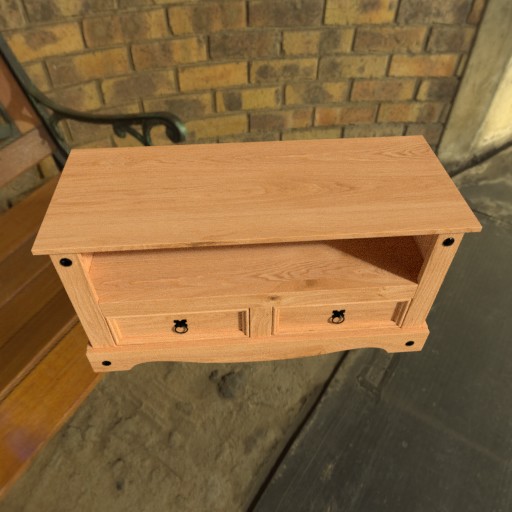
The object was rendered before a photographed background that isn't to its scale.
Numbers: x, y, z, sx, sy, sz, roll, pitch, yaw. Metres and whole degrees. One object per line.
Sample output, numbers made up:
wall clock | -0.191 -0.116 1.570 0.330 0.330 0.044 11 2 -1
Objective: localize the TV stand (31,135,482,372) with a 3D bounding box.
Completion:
TV stand | 0.000 0.000 1.400 1.080 0.550 0.440 -3 45 -3
